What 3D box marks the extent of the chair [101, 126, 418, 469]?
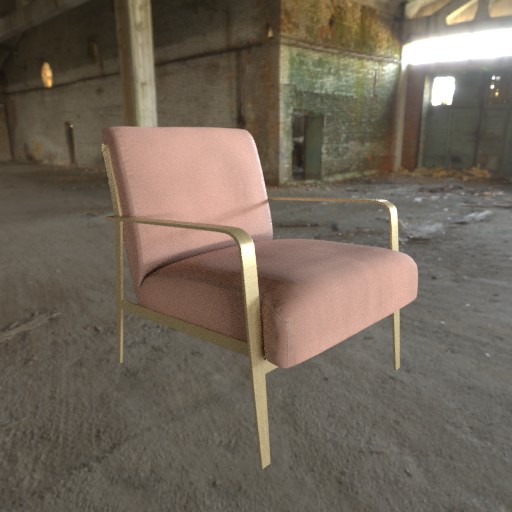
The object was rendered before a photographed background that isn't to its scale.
[{"bbox_3d":[0.000,0.000,1.453,0.848,0.823,0.701,14,21,43],"label":"chair"}]
